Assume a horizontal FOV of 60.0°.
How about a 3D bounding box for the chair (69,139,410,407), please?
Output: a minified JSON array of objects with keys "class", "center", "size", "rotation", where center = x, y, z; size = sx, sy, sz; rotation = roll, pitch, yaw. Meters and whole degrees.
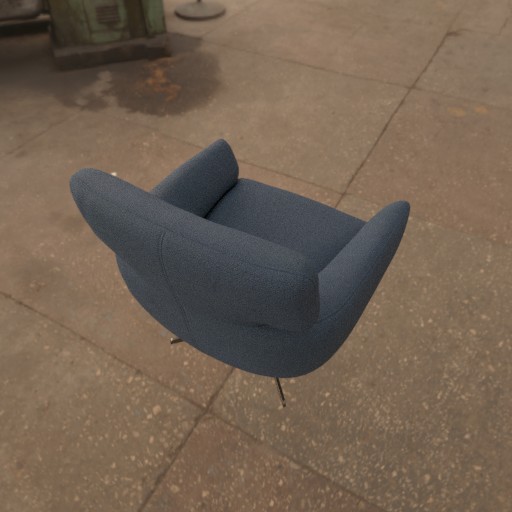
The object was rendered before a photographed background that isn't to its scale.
[{"class":"chair","center":[0.000,0.000,1.377],"size":[0.738,0.813,0.761],"rotation":[24,51,21]}]
